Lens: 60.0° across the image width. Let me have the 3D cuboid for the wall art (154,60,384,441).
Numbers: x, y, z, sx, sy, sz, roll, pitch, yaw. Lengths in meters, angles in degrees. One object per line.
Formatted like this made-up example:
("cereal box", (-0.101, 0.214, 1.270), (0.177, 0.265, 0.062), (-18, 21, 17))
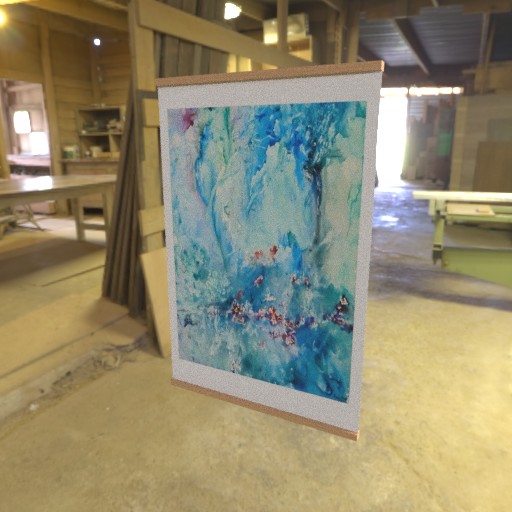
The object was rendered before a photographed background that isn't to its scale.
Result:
("wall art", (0.000, 0.000, 1.944), (0.991, 1.510, 0.040), (7, 16, 27))
